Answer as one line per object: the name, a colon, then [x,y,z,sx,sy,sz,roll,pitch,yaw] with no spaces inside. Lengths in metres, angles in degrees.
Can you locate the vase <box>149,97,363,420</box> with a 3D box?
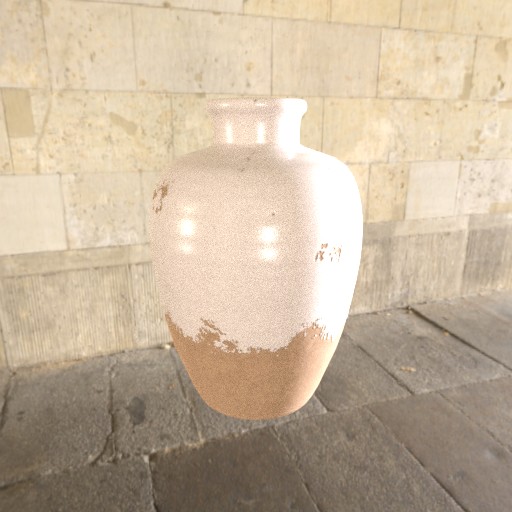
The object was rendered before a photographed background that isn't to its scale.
vase: [0.000,0.000,0.344,0.158,0.228,0.158,0,17,0]
